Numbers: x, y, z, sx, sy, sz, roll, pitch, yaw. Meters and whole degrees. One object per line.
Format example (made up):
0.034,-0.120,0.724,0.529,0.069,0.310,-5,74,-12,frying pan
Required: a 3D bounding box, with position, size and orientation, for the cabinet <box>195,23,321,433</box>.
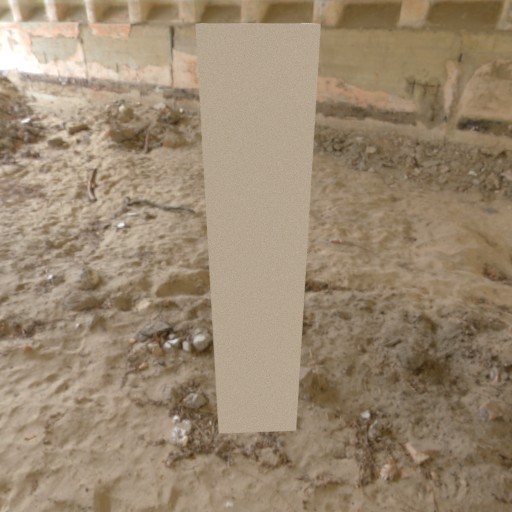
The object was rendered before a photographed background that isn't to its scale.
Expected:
0.000,0.000,1.507,0.300,1.400,0.270,-1,28,-2,cabinet
